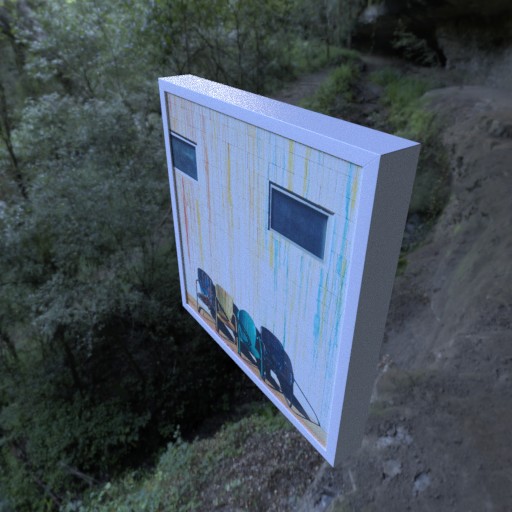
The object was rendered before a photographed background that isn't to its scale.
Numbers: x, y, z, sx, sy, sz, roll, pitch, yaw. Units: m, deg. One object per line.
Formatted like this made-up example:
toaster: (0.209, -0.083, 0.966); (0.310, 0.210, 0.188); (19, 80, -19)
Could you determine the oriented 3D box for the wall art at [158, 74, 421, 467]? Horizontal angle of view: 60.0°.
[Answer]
wall art: (0.000, 0.000, 0.454); (0.038, 0.305, 0.305); (-21, 37, -30)
